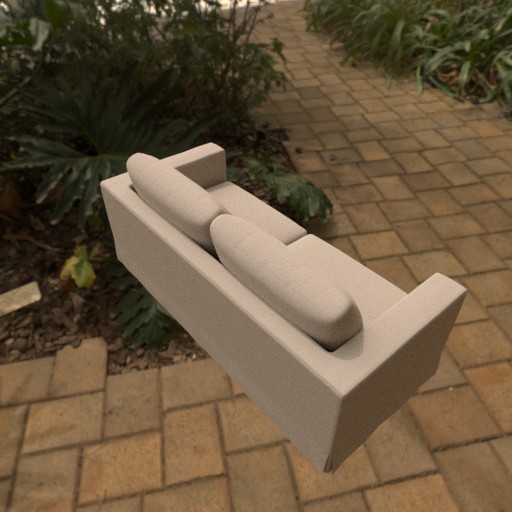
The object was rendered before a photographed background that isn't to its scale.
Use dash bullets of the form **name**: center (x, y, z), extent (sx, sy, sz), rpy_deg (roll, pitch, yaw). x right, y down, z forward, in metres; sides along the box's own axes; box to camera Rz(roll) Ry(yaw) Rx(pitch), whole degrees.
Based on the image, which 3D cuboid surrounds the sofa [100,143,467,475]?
- **sofa**: center (0.000, 0.000, 2.694), extent (0.954, 0.881, 2.163), rpy_deg (-29, 48, -30)
